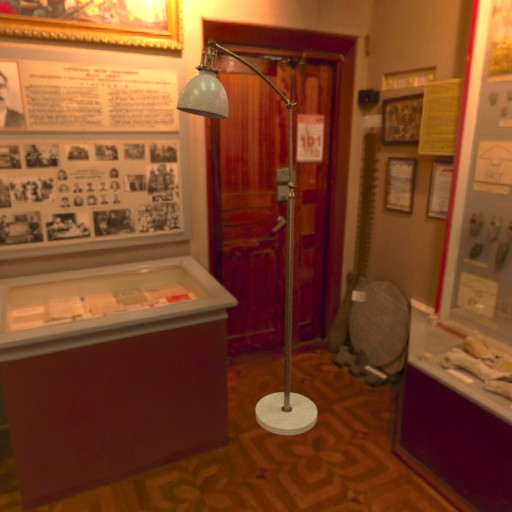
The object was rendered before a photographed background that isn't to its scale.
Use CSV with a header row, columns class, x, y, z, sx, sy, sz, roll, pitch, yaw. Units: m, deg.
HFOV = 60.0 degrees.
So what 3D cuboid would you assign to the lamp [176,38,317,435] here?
class,x,y,z,sx,sy,sz,roll,pitch,yaw
lamp,0.000,0.000,1.804,0.599,1.586,0.288,-7,17,-24
